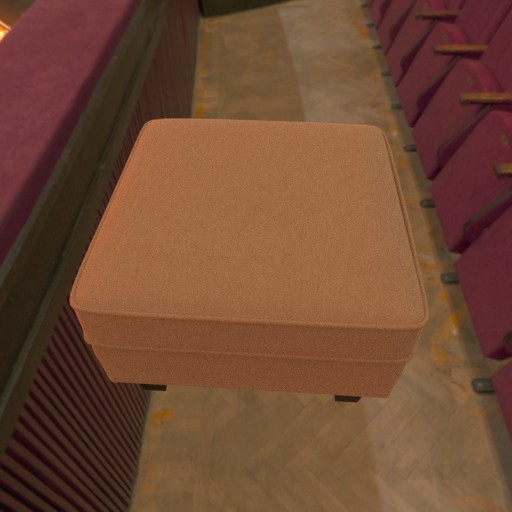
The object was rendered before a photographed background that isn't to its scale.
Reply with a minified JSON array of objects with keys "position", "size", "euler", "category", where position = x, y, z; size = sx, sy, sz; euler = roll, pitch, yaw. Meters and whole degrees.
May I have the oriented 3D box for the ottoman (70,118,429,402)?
[{"position":[0.000,0.000,1.045],"size":[0.613,0.438,0.616],"euler":[3,47,2],"category":"ottoman"}]
